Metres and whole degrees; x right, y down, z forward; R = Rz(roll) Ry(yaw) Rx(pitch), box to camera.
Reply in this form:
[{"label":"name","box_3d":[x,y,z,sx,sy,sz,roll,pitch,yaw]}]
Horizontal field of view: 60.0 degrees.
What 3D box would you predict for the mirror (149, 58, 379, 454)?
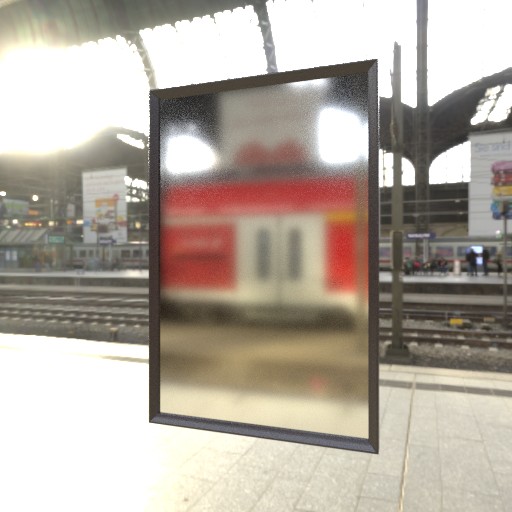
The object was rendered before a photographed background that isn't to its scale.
[{"label":"mirror","box_3d":[0.000,0.000,1.138,0.609,0.915,0.041,0,0,19]}]
